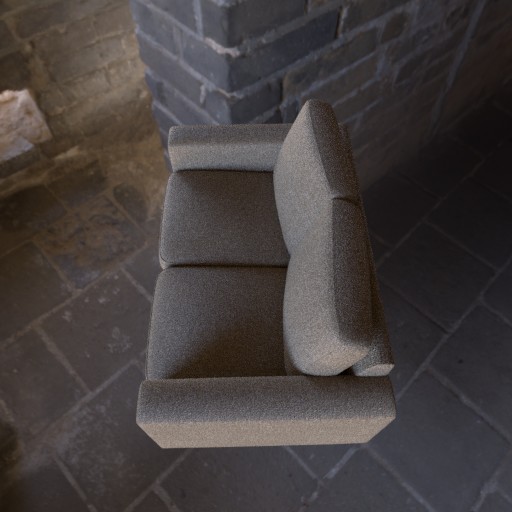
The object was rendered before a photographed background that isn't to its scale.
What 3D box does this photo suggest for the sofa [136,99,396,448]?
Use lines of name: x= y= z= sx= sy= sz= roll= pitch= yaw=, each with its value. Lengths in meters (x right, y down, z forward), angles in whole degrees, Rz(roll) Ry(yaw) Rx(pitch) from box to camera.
sofa: x=0.000 y=0.000 z=2.176 sx=1.016 sy=0.873 sz=1.616 roll=-1 pitch=58 yaw=-1
